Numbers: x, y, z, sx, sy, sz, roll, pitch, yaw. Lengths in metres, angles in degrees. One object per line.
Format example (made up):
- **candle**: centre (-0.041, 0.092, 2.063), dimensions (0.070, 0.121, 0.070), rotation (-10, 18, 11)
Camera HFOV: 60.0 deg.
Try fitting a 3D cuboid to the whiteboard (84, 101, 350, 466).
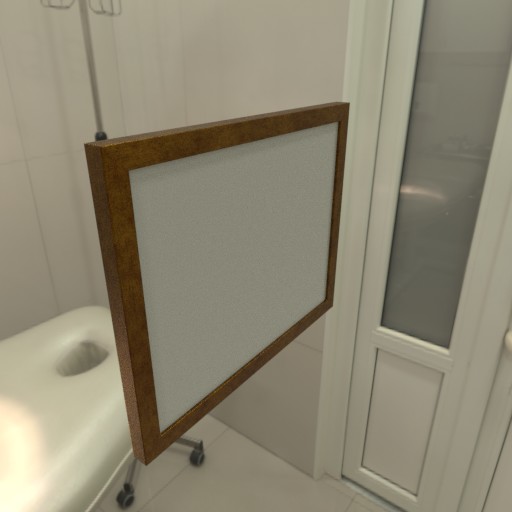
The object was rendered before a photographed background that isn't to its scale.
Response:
- **whiteboard**: centre (0.000, 0.000, 0.758), dimensions (0.029, 0.457, 0.561), rotation (18, 30, 33)
